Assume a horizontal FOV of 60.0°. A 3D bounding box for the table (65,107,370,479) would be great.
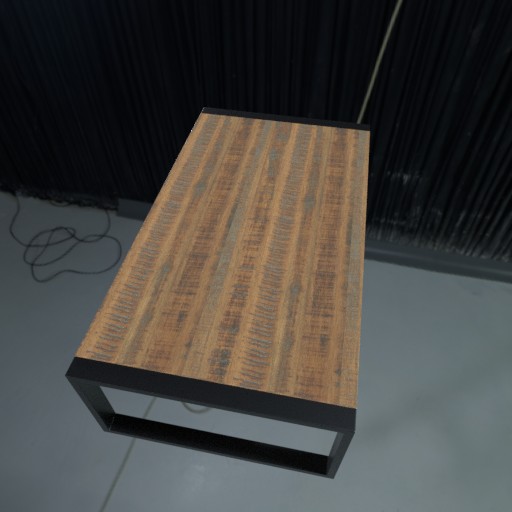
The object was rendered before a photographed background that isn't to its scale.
[{"bbox_3d":[0.000,0.000,1.693,0.750,0.400,1.350,8,49,7],"label":"table"}]
